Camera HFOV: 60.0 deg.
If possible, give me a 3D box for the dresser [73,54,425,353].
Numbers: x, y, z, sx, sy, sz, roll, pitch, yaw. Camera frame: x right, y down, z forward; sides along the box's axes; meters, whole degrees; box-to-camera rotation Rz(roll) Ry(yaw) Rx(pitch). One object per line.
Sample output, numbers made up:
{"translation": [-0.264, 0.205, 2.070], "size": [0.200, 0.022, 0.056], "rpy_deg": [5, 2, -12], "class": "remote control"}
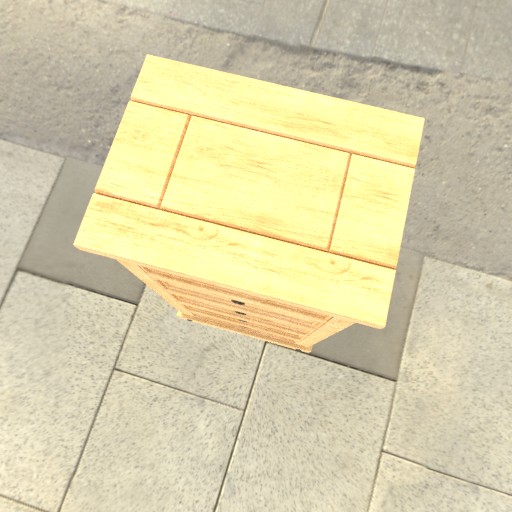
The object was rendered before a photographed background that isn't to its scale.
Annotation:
{"translation": [0.000, 0.000, 1.277], "size": [0.531, 1.041, 0.390], "rpy_deg": [14, 76, 4], "class": "dresser"}
